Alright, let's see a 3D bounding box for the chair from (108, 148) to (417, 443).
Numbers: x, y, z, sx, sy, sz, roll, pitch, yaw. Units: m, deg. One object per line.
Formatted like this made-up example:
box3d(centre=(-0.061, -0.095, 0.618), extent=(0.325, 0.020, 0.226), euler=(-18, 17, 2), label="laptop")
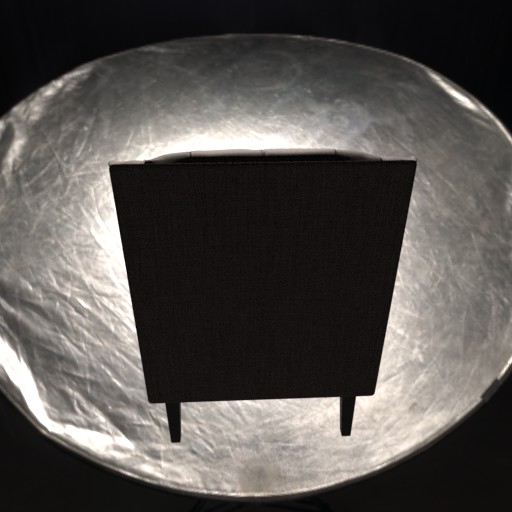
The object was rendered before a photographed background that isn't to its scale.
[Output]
box3d(centre=(0.000, 0.000, 1.436), extent=(0.655, 0.891, 0.771), euler=(-1, 30, -2), label="chair")
